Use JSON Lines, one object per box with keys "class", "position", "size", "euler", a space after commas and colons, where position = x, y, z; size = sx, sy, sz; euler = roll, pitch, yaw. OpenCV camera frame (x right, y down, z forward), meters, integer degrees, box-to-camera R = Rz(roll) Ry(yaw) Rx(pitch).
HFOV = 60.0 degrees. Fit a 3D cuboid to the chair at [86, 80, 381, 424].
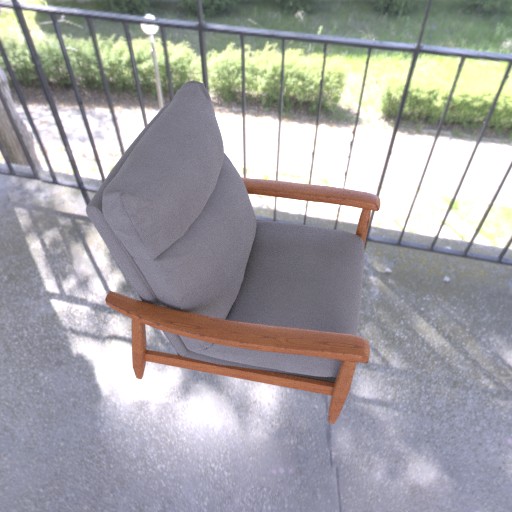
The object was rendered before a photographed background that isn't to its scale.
{"class": "chair", "position": [0.000, 0.000, 1.562], "size": [0.816, 0.922, 0.782], "euler": [10, 48, 9]}
